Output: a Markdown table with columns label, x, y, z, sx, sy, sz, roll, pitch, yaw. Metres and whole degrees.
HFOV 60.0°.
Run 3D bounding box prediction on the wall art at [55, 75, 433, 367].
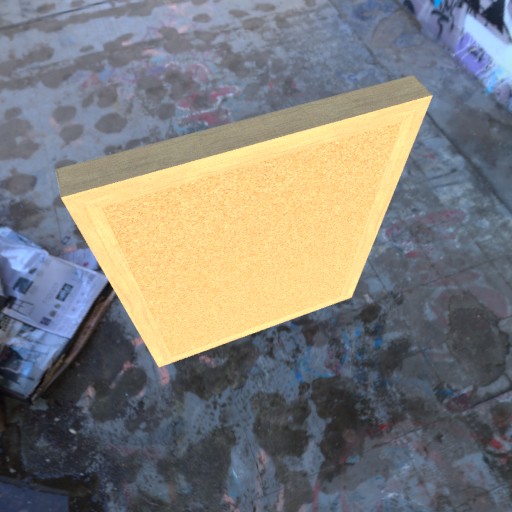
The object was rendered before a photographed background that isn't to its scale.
| label | x | y | z | sx | sy | sz | roll | pitch | yaw |
| --- | --- | --- | --- | --- | --- | --- | --- | --- | --- |
| wall art | 0.000 | 0.000 | 0.516 | 0.312 | 0.380 | 0.030 | -18 | 60 | -11 |
